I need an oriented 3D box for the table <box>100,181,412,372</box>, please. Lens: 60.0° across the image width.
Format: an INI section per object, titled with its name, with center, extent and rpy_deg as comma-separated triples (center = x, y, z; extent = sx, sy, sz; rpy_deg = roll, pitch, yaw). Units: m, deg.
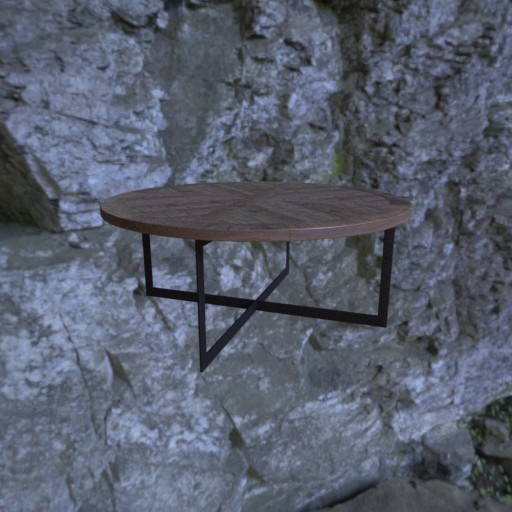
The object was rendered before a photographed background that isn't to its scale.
[table]
center = 0.000, 0.000, 1.960
extent = 1.264, 0.516, 1.264
rpy_deg = 0, 16, 0
